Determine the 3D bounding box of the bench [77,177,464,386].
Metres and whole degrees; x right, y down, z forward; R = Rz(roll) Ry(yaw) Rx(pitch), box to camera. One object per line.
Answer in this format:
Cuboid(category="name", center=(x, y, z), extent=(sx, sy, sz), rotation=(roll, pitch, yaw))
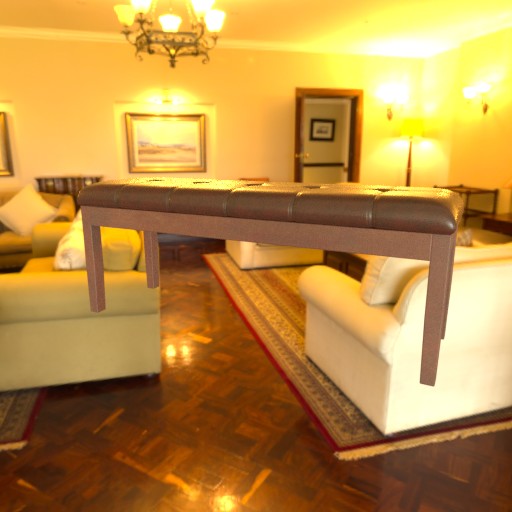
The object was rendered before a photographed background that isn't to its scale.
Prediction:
Cuboid(category="bench", center=(0.000, 0.000, 1.526), extent=(1.259, 0.491, 0.401), rotation=(7, 15, 26))
